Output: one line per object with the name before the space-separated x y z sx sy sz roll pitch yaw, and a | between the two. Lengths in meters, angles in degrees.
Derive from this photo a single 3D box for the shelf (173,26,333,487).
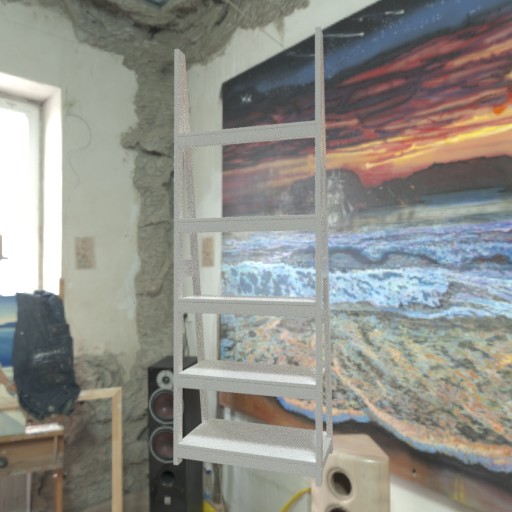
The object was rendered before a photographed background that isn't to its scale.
shelf | 0.000 0.000 1.968 0.636 1.779 0.341 0 -1 17
